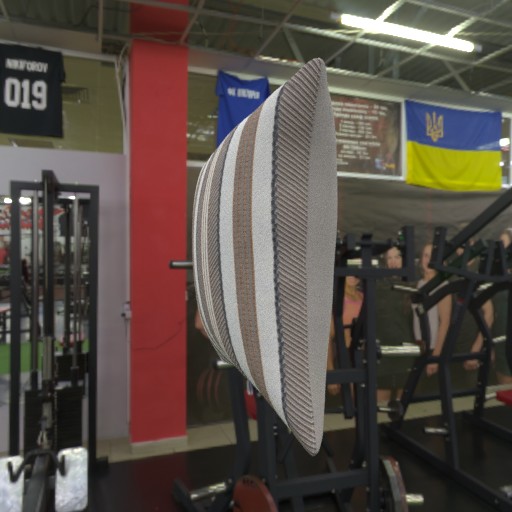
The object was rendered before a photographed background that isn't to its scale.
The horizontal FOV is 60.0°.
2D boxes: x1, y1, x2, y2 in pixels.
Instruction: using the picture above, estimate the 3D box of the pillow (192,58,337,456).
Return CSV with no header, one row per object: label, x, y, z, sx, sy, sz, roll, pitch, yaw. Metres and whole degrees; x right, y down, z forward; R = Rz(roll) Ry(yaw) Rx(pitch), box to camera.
pillow,0.000,0.000,0.635,0.173,0.401,0.416,0,1,-17
